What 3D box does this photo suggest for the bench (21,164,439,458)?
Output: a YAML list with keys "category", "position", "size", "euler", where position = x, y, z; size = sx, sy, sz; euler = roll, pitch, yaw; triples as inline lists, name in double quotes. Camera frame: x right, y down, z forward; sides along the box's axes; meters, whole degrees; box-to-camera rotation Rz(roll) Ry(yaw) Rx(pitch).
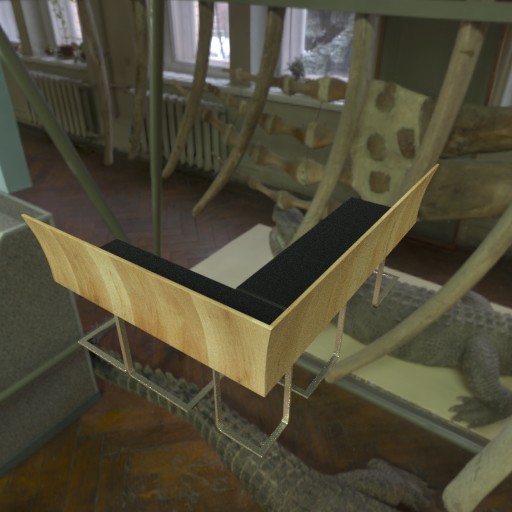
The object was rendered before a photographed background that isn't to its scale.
- category: "bench"
  position: [0.000, 0.000, 2.762]
  size: [1.495, 0.930, 1.945]
  euler: [20, 37, 29]
